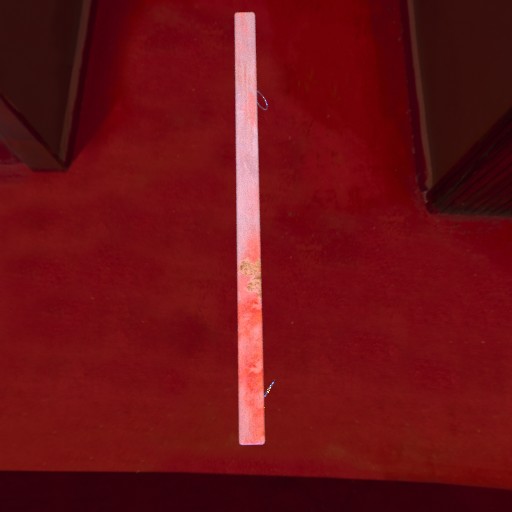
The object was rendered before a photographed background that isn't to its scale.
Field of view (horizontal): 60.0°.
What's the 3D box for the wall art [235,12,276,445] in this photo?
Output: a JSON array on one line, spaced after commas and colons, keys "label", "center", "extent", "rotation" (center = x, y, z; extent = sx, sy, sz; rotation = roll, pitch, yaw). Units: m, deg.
[{"label": "wall art", "center": [0.000, 0.000, 1.091], "extent": [0.064, 0.746, 0.747], "rotation": [-1, 76, 0]}]
